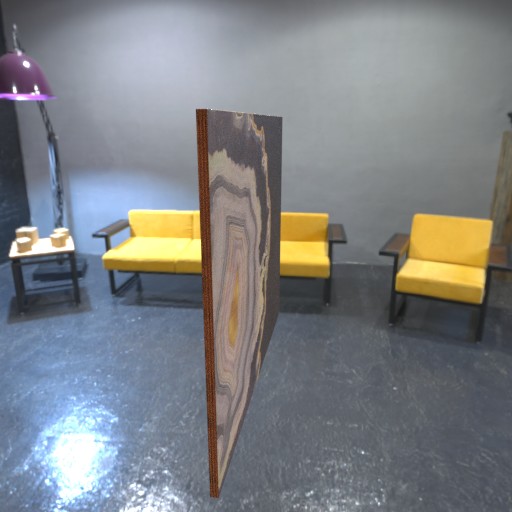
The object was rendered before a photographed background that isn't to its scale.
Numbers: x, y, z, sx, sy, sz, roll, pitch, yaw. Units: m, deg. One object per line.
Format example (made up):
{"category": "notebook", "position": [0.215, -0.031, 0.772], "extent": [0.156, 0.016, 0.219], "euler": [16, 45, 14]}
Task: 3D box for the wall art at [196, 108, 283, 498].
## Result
{"category": "wall art", "position": [0.000, 0.000, 0.670], "extent": [0.010, 0.408, 0.508], "euler": [3, 17, 10]}
